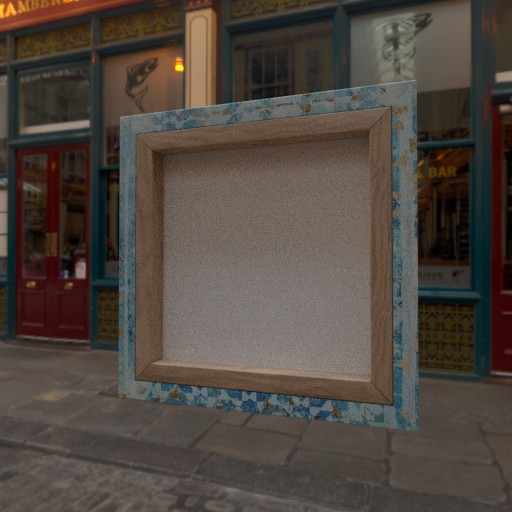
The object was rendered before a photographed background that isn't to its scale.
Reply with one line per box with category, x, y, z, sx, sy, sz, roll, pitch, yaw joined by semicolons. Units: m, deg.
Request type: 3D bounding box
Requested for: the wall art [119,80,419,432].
wall art;0.000;0.000;0.592;0.405;0.405;0.037;0;-1;19
